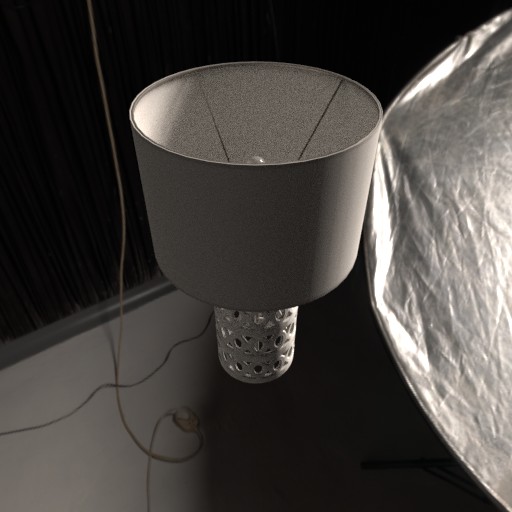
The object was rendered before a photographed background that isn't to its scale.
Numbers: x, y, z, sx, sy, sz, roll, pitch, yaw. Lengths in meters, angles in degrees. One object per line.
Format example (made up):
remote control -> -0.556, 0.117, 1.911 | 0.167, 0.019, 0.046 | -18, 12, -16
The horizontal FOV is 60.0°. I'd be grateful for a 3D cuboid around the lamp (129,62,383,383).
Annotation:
lamp -> 0.000, 0.000, 0.712 | 0.310, 0.502, 0.310 | 0, 41, 0
